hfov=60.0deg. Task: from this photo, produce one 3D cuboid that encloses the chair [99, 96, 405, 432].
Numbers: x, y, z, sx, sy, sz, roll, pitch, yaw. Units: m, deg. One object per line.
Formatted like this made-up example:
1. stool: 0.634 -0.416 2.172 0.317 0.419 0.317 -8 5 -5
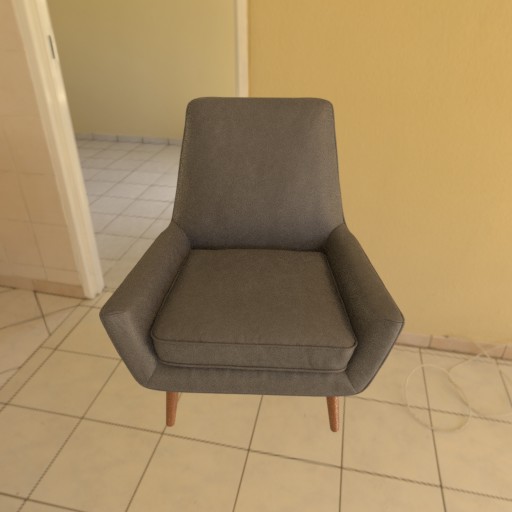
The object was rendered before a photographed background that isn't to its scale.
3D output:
1. chair: 0.000 0.000 1.480 0.787 0.888 0.822 1 30 2
